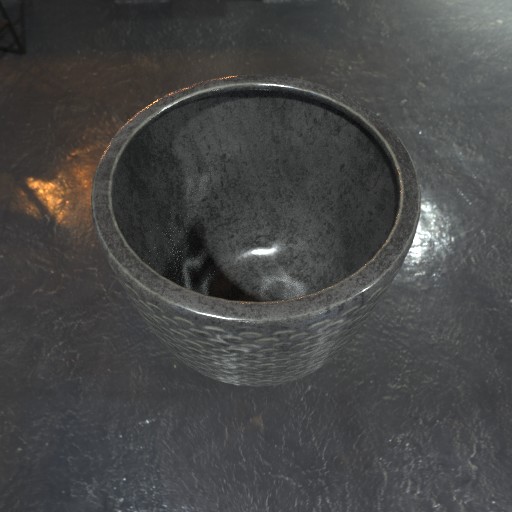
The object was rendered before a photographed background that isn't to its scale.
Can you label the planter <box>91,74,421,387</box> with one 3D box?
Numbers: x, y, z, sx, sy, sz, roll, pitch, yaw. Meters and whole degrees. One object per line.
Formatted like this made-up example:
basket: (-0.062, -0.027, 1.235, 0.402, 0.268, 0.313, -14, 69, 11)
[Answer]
planter: (0.000, 0.000, 0.241, 0.140, 0.129, 0.140, 0, 57, 0)
